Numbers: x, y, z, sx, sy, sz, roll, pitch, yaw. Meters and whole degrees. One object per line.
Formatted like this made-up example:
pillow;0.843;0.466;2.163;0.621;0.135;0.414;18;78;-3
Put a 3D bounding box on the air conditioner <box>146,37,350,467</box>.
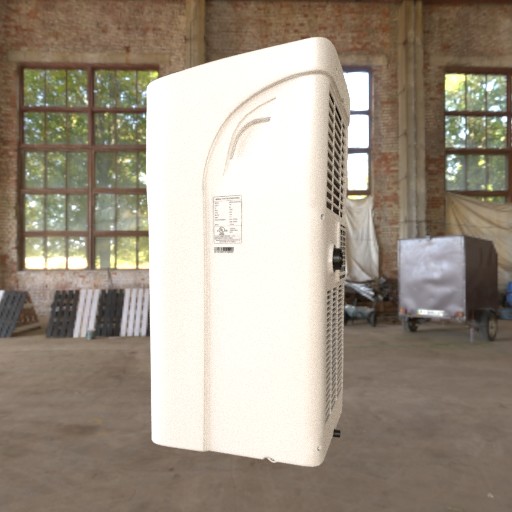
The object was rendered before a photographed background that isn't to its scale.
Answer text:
air conditioner;0.000;0.000;0.911;0.369;0.716;0.352;0;0;18
